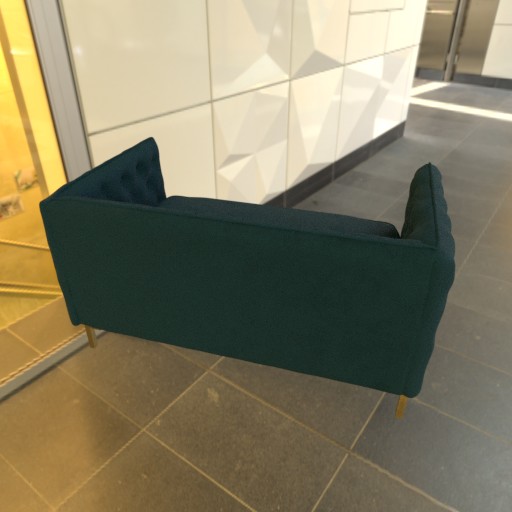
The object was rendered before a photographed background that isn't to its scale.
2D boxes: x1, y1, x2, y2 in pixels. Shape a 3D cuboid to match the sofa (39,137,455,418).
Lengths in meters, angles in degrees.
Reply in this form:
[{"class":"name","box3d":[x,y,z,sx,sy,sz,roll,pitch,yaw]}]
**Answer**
[{"class":"sofa","box3d":[0.000,0.000,2.108,1.583,0.810,0.909,9,32,14]}]
